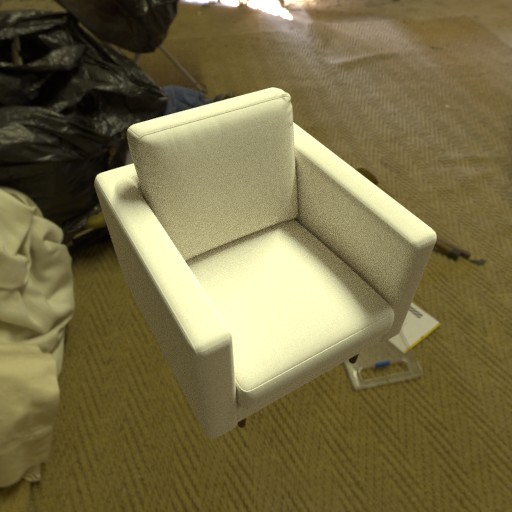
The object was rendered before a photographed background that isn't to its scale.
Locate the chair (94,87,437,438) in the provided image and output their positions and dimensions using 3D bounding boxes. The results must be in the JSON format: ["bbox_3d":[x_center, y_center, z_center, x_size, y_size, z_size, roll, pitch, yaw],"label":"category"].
[{"bbox_3d":[0.000,0.000,1.595,0.831,0.899,0.879,-23,50,-21],"label":"chair"}]
